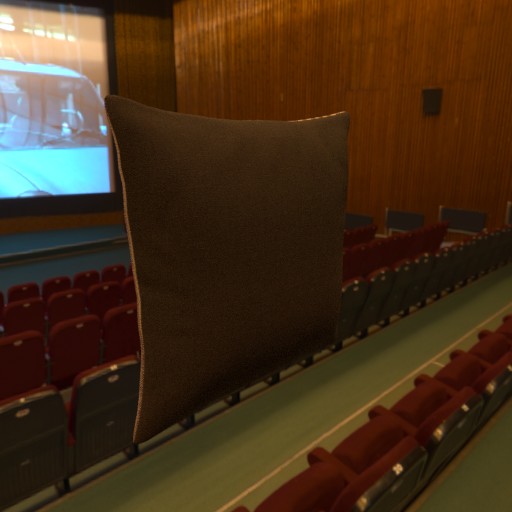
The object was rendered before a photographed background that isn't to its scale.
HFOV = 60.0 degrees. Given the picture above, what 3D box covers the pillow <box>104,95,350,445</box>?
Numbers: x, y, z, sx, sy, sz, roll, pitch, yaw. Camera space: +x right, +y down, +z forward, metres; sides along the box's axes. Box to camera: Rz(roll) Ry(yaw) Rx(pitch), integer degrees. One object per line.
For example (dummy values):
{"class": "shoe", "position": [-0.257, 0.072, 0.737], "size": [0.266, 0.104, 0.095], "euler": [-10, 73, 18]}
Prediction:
{"class": "pillow", "position": [0.000, 0.000, 0.783], "size": [0.523, 0.506, 0.166], "euler": [-14, 21, -42]}
